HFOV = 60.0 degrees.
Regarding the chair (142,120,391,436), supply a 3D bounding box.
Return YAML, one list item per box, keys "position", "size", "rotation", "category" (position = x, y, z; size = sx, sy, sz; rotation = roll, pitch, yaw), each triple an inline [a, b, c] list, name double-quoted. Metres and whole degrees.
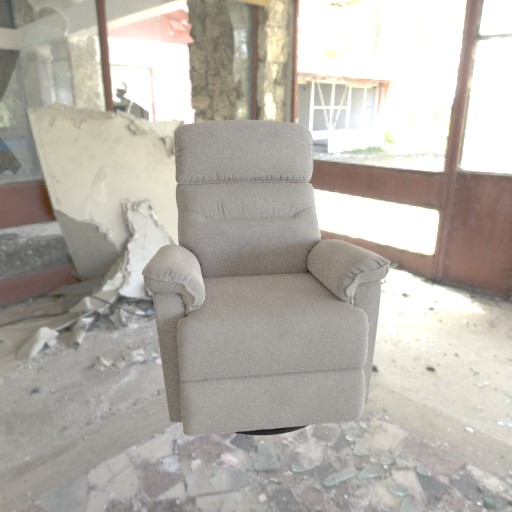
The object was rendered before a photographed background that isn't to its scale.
- position: [0.000, 0.000, 1.789]
  size: [0.820, 1.039, 1.001]
  rotation: [-2, 18, -7]
  category: "chair"
